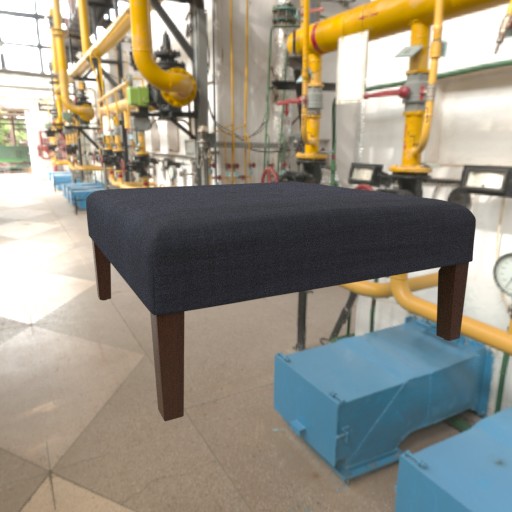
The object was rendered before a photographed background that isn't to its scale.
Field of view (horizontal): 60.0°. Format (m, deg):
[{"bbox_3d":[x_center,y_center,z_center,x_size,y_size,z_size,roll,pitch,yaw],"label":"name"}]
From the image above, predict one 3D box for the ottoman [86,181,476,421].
[{"bbox_3d":[0.000,0.000,1.403,0.890,0.411,0.889,-7,15,-27],"label":"ottoman"}]
